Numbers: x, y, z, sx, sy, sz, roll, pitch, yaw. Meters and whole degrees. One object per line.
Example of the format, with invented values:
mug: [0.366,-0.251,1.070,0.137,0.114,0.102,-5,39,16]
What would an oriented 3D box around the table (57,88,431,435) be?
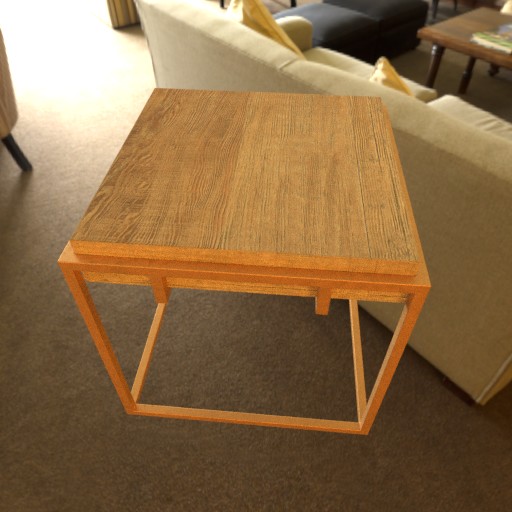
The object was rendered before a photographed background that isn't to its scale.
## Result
table: [0.000,0.000,1.102,0.599,0.584,0.599,4,45,4]
